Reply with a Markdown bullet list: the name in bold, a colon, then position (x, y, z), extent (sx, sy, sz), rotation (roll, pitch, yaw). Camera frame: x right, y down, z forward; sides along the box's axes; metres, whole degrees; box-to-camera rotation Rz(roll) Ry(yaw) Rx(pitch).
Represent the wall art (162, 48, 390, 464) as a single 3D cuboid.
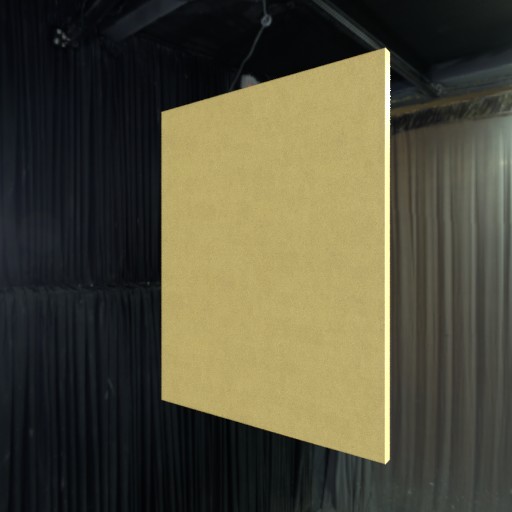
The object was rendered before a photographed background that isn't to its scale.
- **wall art**: position (0.000, 0.000, 1.317), extent (0.798, 1.002, 0.030), rotation (0, 0, 37)
